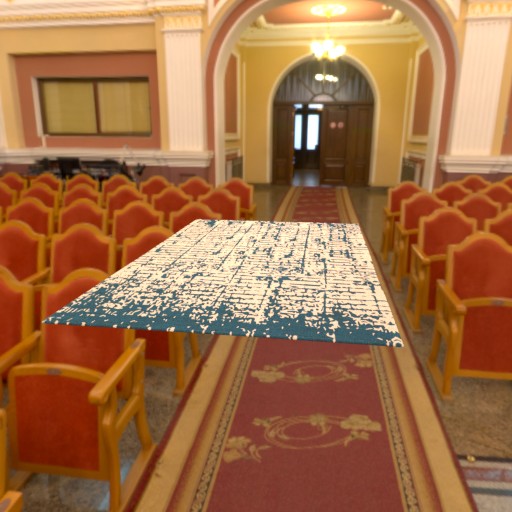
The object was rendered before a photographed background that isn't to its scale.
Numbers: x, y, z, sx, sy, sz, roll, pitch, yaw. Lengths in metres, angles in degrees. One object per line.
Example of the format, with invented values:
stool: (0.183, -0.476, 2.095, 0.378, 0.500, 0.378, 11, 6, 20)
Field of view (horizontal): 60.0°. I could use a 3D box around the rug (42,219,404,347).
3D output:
rug: (0.000, 0.000, 2.973, 1.517, 0.011, 2.435, 2, 15, 8)
